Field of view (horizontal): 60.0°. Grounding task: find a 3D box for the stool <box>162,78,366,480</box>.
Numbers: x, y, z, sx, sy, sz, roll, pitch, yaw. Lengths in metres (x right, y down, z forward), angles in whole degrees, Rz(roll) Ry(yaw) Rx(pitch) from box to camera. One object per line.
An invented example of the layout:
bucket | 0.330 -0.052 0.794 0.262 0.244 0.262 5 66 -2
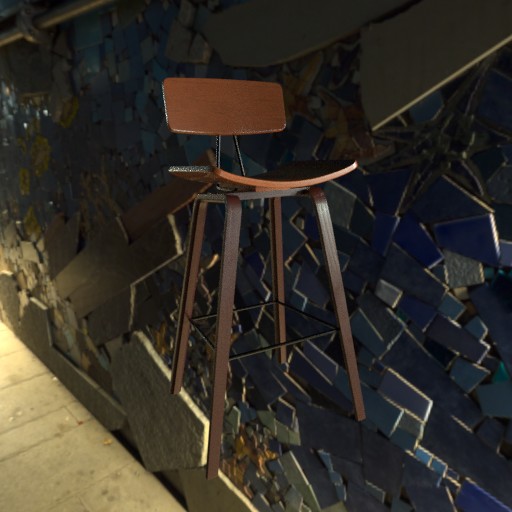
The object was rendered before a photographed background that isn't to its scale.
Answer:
stool | 0.000 0.000 1.257 0.509 0.969 0.440 -9 19 -27
